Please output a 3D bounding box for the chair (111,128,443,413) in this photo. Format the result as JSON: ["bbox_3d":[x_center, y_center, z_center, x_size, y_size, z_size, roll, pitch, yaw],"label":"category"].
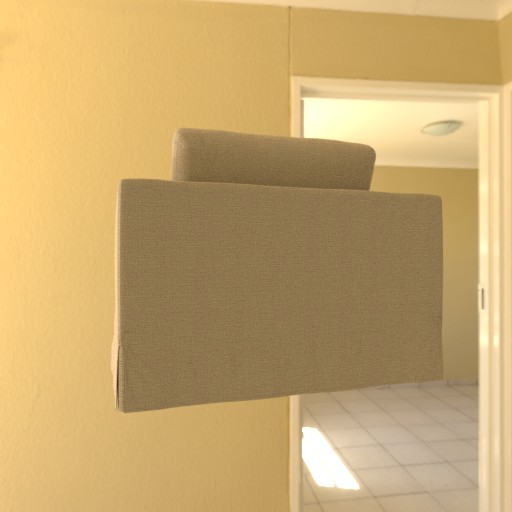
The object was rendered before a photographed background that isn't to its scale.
[{"bbox_3d":[0.000,0.000,1.850,1.150,0.878,0.957,0,0,-18],"label":"chair"}]
